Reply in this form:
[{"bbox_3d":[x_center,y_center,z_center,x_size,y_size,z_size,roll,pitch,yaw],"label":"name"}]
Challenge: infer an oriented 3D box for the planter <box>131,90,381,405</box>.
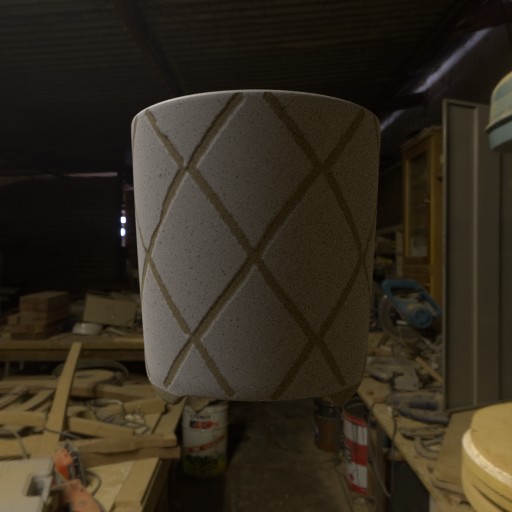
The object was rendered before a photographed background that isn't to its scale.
[{"bbox_3d":[0.000,0.000,0.422,0.228,0.235,0.228,0,1,0],"label":"planter"}]
